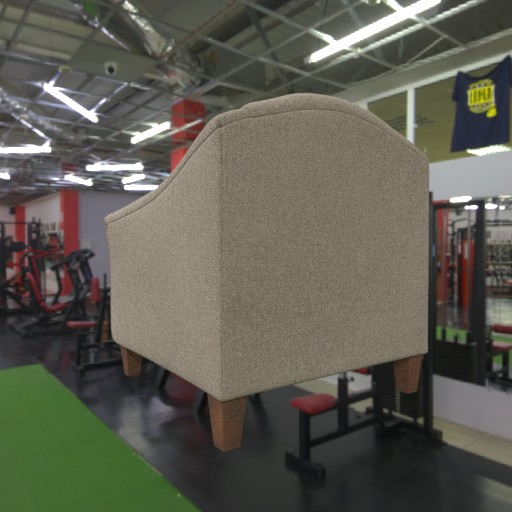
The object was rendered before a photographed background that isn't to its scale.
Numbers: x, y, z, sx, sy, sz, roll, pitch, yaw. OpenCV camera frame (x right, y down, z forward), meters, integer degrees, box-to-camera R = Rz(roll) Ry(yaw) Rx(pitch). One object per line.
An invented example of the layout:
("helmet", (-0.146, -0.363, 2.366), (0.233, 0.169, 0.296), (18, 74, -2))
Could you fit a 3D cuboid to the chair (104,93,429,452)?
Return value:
("chair", (0.000, 0.000, 1.446), (0.763, 0.839, 0.787), (-1, 1, -36))
